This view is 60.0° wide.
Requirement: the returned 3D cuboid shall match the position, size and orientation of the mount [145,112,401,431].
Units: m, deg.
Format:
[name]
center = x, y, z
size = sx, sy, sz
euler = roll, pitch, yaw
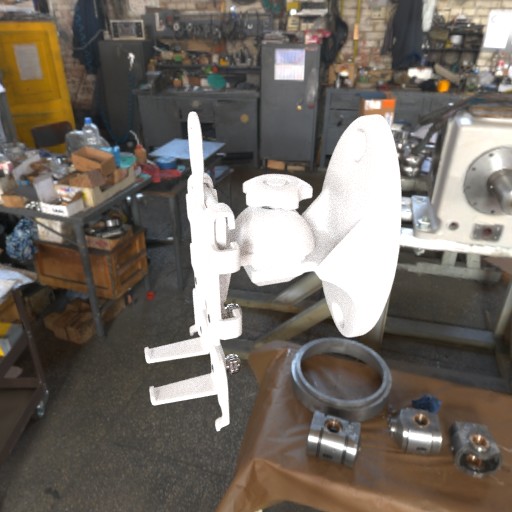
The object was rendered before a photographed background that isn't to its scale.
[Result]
[mount]
center = 0.000, 0.000, 0.184
size = 0.100, 0.118, 0.066
euler = -8, 30, -15
